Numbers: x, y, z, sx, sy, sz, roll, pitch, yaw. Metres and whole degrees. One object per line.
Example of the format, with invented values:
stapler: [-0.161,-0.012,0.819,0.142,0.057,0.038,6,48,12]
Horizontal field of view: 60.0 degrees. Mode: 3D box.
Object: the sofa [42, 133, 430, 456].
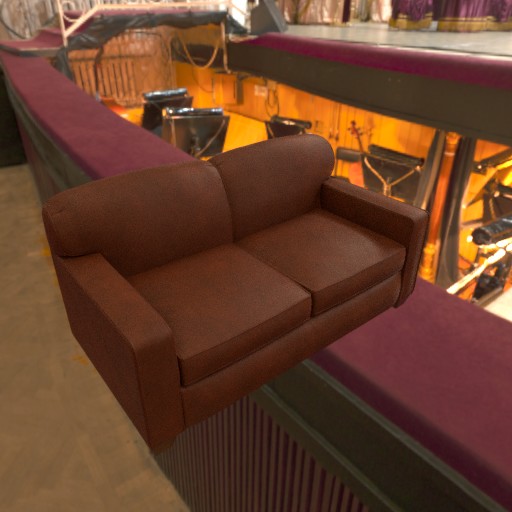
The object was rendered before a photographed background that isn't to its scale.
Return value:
sofa: [0.000,0.000,2.429,1.856,0.966,1.000,-22,36,-33]
